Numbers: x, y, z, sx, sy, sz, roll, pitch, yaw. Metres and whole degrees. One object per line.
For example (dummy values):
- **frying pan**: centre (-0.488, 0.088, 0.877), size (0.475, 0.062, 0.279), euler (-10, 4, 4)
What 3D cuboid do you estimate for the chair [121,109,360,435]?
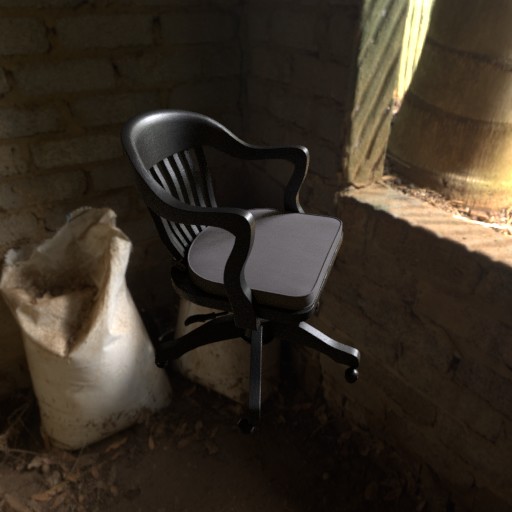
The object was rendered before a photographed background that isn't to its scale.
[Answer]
- **chair**: centre (0.000, 0.000, 1.496), size (0.788, 0.878, 0.750), euler (11, 33, 17)
